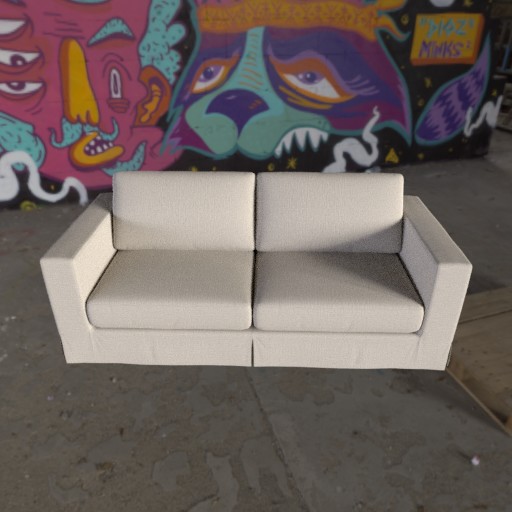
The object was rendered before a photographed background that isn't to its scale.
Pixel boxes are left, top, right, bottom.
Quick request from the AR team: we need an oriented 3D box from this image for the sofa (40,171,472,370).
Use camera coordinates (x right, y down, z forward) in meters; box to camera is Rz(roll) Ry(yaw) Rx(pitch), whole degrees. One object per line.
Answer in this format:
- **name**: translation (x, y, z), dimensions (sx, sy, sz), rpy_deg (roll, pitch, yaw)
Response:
- **sofa**: translation (0.000, 0.000, 2.671), dimensions (2.163, 0.881, 0.954), rpy_deg (1, 29, 1)
